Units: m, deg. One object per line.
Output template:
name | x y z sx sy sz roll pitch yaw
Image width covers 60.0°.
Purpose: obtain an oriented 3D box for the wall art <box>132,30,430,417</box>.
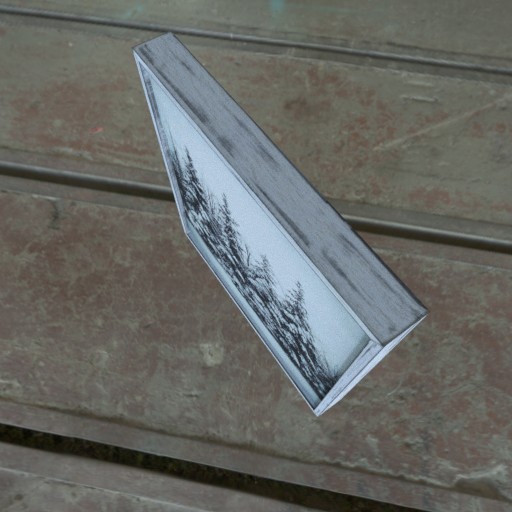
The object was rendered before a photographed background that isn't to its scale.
wall art | 0.000 0.000 0.445 0.036 0.303 0.303 -32 67 -15
